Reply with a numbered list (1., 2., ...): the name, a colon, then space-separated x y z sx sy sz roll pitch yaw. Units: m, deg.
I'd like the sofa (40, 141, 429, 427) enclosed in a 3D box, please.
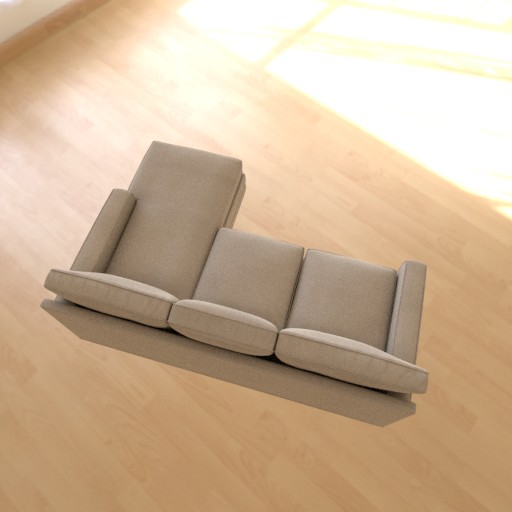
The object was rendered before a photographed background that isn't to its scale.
1. sofa: 0.000 0.000 2.863 2.087 0.861 1.496 14 64 7
